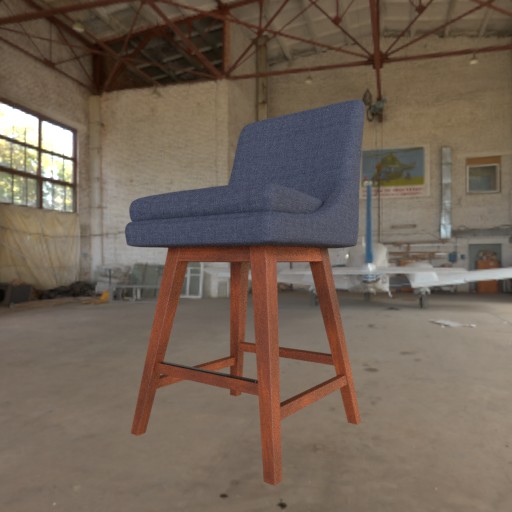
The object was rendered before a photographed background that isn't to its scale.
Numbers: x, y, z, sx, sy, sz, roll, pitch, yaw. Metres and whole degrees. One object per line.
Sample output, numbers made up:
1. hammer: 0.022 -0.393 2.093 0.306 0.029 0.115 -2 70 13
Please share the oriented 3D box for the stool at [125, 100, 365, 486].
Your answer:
1. stool: 0.000 0.000 1.187 0.467 0.895 0.524 0 0 36
